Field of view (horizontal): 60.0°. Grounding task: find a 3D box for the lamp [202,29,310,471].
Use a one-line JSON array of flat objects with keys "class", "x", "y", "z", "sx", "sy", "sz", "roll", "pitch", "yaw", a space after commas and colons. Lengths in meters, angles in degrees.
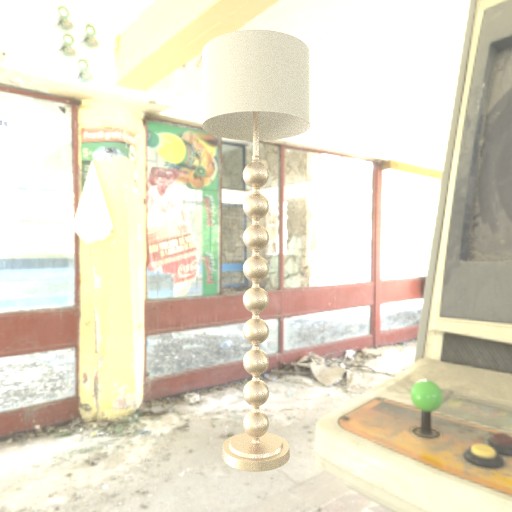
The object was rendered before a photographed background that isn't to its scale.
[{"class": "lamp", "x": 0.000, "y": 0.000, "z": 1.631, "sx": 0.394, "sy": 1.474, "sz": 0.394, "roll": 0, "pitch": 1, "yaw": -18}]
